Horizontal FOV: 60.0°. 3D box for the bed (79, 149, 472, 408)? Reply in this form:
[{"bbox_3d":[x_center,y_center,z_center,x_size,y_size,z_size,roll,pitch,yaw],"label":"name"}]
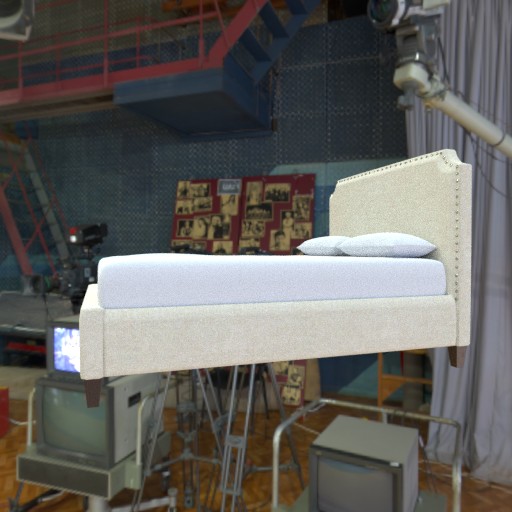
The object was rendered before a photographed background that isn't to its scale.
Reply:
[{"bbox_3d":[0.000,0.000,3.297,2.381,1.457,1.713,0,1,-19],"label":"bed"}]
